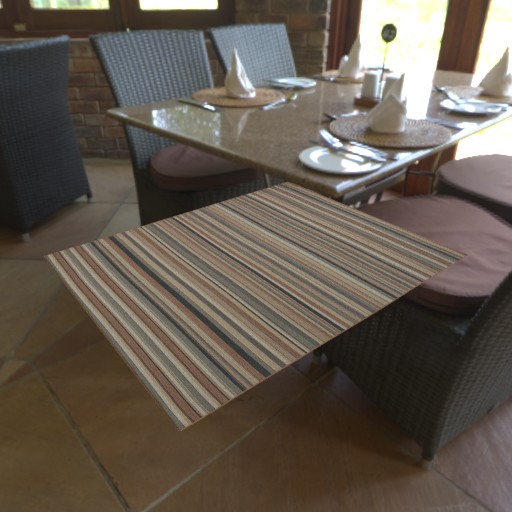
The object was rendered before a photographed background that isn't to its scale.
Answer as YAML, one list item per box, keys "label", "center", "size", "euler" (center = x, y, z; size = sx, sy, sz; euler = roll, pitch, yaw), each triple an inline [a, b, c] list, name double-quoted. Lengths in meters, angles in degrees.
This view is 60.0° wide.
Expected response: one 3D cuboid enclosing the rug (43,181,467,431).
- label: "rug"
  center: [0.000, 0.000, 4.058]
  size: [3.045, 0.011, 2.436]
  euler: [-22, 37, -33]
